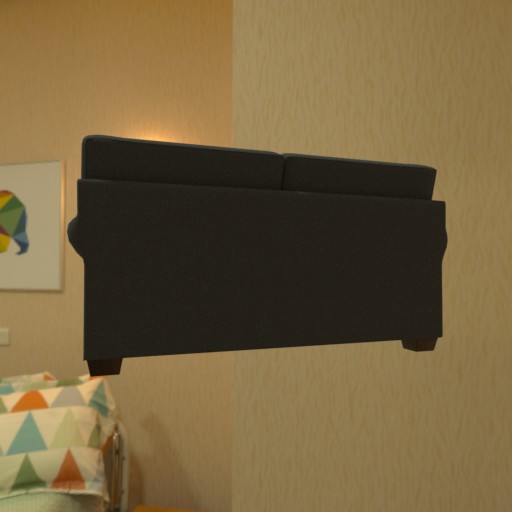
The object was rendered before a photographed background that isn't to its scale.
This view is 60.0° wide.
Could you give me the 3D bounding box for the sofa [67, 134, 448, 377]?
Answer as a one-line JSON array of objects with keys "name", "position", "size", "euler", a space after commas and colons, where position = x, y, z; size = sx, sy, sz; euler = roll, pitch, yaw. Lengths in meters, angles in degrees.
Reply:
[{"name": "sofa", "position": [0.000, 0.000, 2.500], "size": [1.930, 1.020, 0.940], "euler": [1, -2, -19]}]
